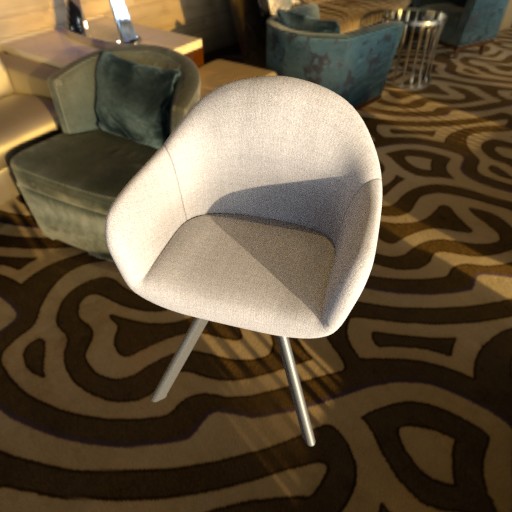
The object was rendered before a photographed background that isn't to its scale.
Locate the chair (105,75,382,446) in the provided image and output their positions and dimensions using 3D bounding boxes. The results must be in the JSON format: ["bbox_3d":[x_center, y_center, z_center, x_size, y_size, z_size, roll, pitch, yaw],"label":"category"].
[{"bbox_3d":[0.000,0.000,1.196,0.590,0.795,0.550,11,42,13],"label":"chair"}]
